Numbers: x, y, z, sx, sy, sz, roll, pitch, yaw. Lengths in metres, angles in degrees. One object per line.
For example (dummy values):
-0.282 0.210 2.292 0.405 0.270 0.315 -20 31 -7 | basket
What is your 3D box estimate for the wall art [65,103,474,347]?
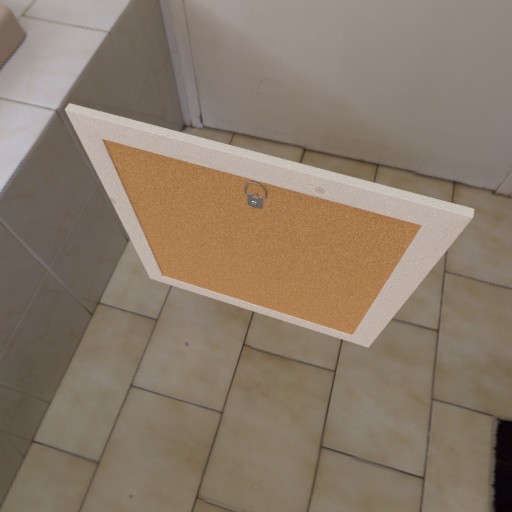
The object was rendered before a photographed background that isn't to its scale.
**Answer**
0.000 0.000 0.848 0.572 0.577 0.015 17 64 8 | wall art
